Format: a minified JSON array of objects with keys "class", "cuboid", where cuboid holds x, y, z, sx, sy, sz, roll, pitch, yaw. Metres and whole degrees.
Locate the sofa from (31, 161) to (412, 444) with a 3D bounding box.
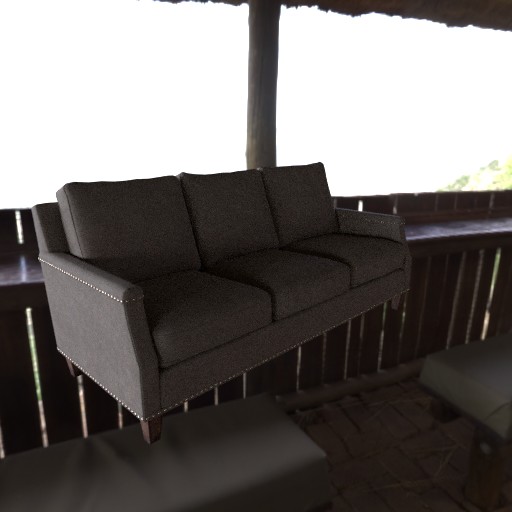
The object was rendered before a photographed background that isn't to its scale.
[{"class":"sofa","cuboid":[0.000,0.000,2.737,2.226,1.042,1.034,-15,21,-43]}]
